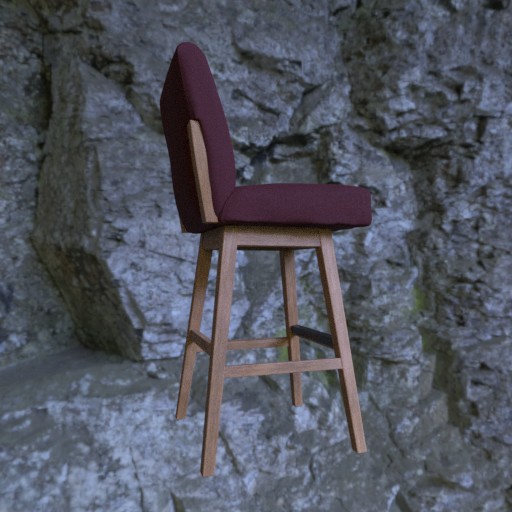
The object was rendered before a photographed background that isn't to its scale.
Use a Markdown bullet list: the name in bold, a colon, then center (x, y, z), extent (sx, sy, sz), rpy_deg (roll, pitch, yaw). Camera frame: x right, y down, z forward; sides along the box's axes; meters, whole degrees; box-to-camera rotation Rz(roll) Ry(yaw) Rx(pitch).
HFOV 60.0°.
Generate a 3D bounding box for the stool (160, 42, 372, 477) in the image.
- **stool**: center (0.000, 0.000, 1.375), extent (0.562, 1.093, 0.468), rpy_deg (0, -1, -18)
